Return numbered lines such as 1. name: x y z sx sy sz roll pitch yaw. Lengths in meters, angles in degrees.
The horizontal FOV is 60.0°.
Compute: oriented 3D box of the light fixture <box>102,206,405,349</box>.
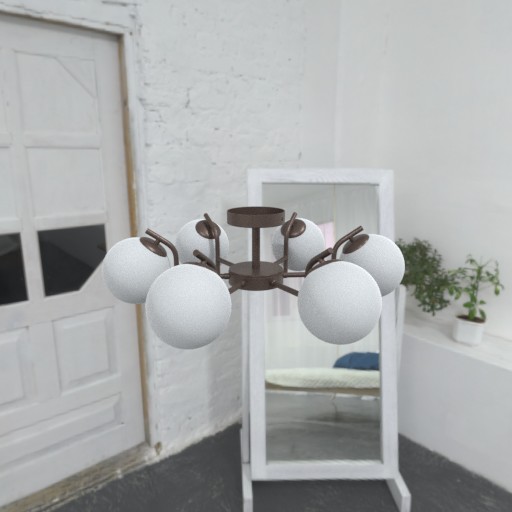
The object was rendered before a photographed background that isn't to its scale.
1. light fixture: 0.000 0.000 0.973 0.662 0.201 0.662 0 14 0
